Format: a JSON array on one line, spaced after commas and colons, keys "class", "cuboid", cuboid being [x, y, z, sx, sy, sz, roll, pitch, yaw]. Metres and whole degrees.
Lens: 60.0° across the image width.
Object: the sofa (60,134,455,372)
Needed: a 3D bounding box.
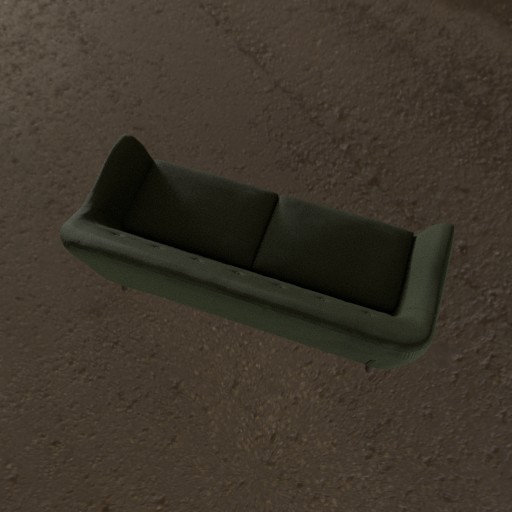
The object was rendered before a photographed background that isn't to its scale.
[{"class": "sofa", "cuboid": [0.000, 0.000, 2.318, 1.840, 0.836, 0.820, 17, 65, 8]}]
